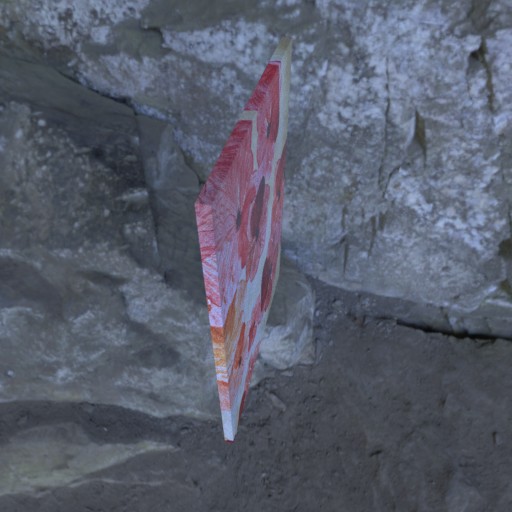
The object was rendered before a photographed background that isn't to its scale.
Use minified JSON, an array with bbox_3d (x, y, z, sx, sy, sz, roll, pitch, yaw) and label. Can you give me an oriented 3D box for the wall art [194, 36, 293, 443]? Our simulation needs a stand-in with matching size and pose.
[{"bbox_3d":[0.000,0.000,1.359,0.031,1.015,0.762,10,47,9],"label":"wall art"}]
